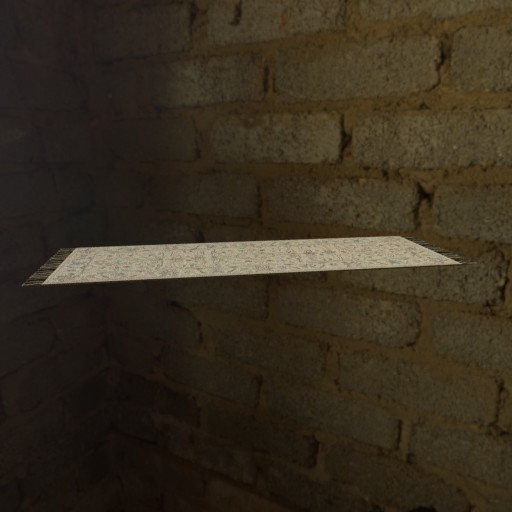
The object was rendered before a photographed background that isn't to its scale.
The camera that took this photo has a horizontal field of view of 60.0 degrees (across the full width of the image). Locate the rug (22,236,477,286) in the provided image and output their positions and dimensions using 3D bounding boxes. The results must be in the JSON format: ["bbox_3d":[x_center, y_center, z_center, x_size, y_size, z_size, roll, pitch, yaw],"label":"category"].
[{"bbox_3d":[0.000,0.000,2.703,2.440,0.013,0.769,-2,15,-9],"label":"rug"}]
